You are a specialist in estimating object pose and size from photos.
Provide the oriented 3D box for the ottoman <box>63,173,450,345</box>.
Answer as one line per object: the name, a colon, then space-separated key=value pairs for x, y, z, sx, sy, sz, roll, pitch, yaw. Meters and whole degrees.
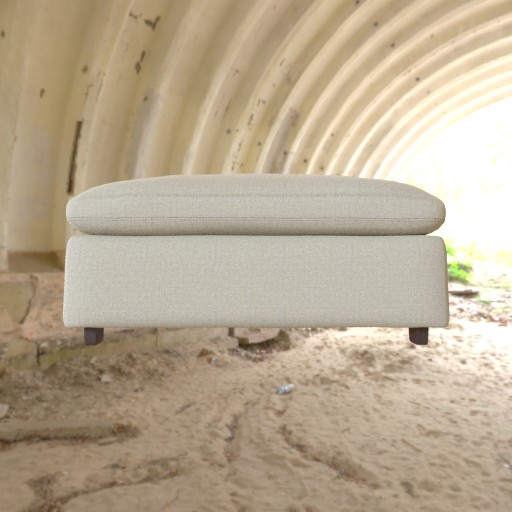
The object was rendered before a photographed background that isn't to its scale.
ottoman: x=0.000 y=0.000 z=1.551 sx=0.977 sy=0.467 sz=0.996 roll=0 pitch=-1 yaw=0
